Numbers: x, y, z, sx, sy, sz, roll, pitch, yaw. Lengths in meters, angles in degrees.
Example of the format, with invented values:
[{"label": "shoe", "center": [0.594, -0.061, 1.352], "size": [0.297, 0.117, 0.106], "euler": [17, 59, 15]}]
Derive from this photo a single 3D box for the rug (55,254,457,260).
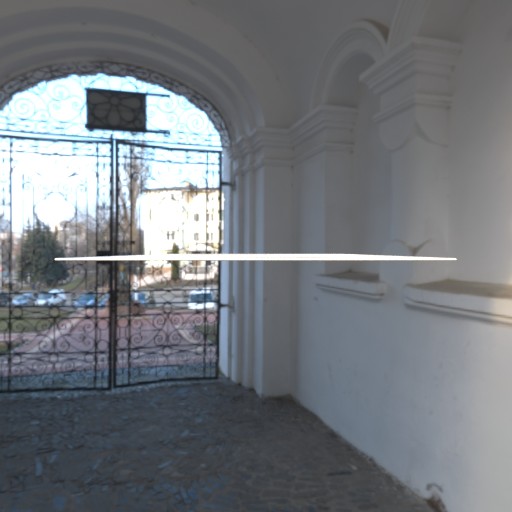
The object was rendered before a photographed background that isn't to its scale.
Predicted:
[{"label": "rug", "center": [0.000, 0.000, 2.749], "size": [1.533, 0.010, 2.142], "euler": [0, 1, 0]}]
